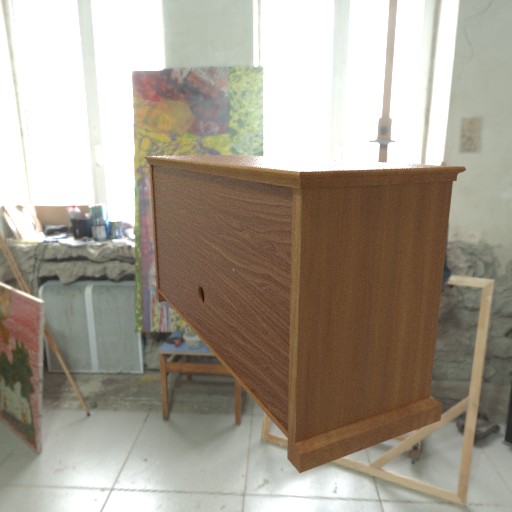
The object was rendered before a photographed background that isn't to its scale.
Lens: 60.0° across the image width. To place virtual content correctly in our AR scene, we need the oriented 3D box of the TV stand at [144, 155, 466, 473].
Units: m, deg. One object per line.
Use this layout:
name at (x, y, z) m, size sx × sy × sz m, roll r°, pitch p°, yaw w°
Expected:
TV stand at (0.000, 0.000, 1.429) m, size 0.417 × 0.607 × 1.181 m, roll -7°, pitch 16°, yaw -26°
